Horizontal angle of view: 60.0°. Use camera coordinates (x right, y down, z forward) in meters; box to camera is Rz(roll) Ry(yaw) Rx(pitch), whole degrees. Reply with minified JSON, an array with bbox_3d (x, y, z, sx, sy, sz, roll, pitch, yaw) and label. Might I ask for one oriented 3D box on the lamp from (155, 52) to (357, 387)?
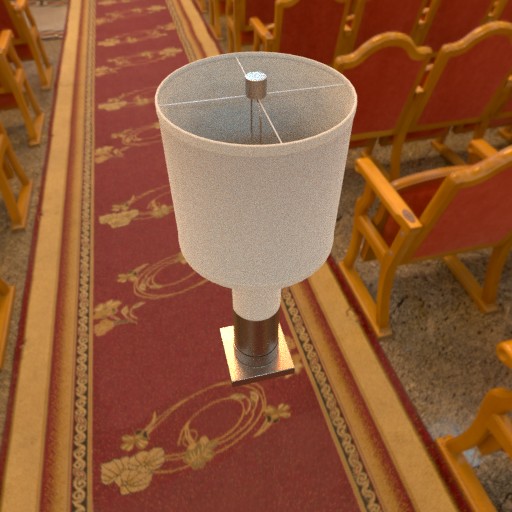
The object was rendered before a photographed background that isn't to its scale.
[{"bbox_3d":[0.000,0.000,0.619,0.202,0.509,0.202,-10,47,-10],"label":"lamp"}]
